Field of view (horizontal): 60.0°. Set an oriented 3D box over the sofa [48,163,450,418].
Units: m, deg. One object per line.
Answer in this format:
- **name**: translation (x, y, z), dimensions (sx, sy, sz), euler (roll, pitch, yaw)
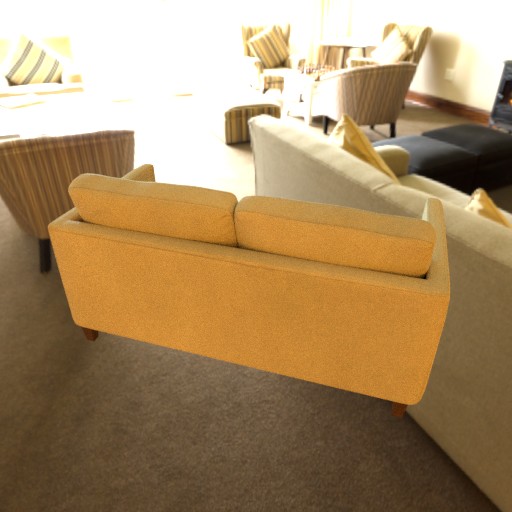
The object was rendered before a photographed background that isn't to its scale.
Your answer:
- **sofa**: translation (0.000, 0.000, 2.393), dimensions (1.846, 0.940, 0.950), euler (10, 33, 15)
